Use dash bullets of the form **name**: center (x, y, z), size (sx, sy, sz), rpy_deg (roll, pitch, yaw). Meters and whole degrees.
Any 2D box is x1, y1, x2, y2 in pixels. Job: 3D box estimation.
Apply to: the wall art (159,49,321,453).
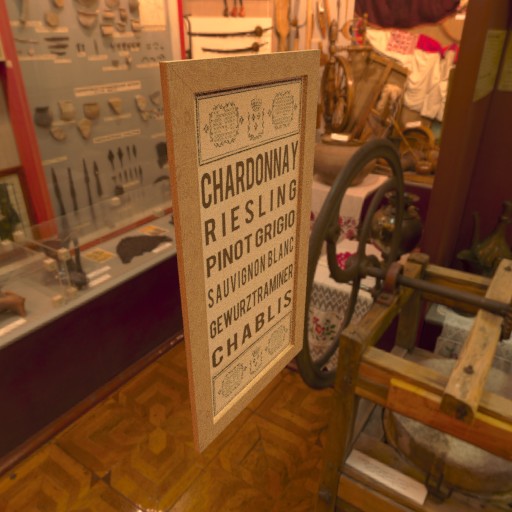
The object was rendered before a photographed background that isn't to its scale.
- **wall art**: center (0.000, 0.000, 0.824), size (0.013, 0.683, 0.381), rpy_deg (18, 33, 31)
